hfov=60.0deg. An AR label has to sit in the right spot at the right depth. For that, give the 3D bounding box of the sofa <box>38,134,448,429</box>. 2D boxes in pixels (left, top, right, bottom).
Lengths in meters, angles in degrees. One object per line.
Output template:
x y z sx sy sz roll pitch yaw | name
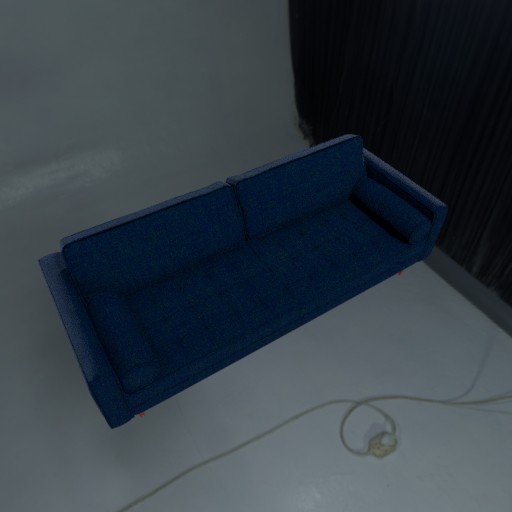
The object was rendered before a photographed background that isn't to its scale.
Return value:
0.000 0.000 2.635 2.210 0.762 0.914 -24 51 -22 | sofa
